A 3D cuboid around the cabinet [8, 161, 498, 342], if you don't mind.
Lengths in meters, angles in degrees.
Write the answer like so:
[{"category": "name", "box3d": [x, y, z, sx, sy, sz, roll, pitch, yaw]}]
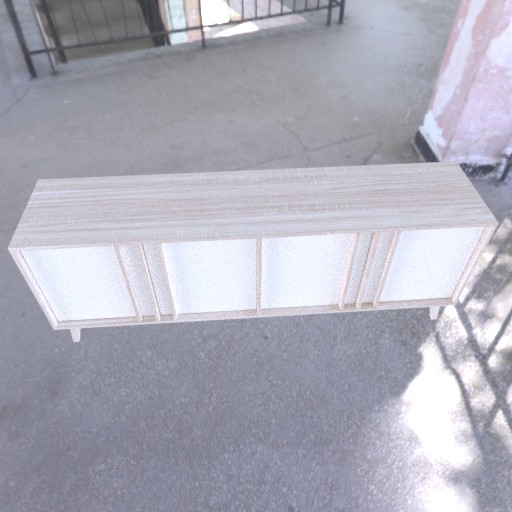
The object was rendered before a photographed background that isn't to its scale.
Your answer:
[{"category": "cabinet", "box3d": [0.000, 0.000, 2.434, 2.200, 0.780, 0.500, -3, 46, -3]}]
